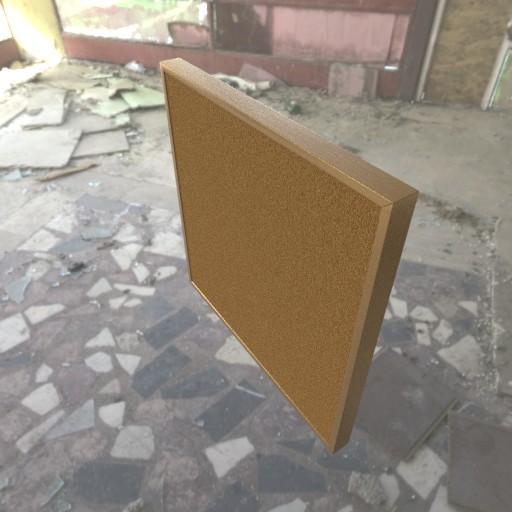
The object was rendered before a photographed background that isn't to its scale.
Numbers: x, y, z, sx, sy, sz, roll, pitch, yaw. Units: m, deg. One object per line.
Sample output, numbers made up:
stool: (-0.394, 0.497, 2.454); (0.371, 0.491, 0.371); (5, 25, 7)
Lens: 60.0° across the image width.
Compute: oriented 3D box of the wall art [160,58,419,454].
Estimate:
wall art: (0.000, 0.000, 0.744); (0.037, 0.505, 0.505); (-24, 46, -26)
